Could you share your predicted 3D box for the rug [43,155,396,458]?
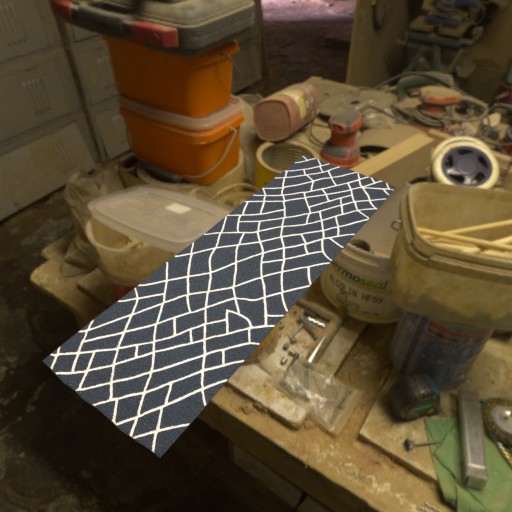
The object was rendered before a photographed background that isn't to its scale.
[{"bbox_3d":[0.000,0.000,2.712,0.807,0.010,2.476,26,48,26],"label":"rug"}]
